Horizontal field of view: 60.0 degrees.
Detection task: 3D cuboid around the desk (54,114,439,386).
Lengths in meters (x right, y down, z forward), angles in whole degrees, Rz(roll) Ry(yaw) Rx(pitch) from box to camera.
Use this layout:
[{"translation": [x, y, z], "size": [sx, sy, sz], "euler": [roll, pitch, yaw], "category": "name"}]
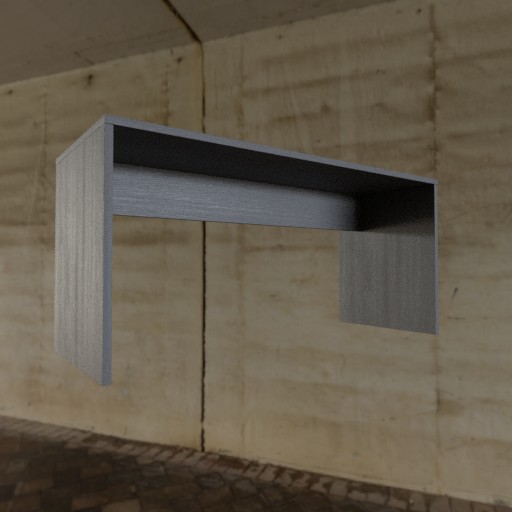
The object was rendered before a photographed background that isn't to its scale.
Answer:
[{"translation": [0.000, 0.000, 2.009], "size": [1.600, 0.750, 0.802], "euler": [1, -2, -35], "category": "desk"}]
